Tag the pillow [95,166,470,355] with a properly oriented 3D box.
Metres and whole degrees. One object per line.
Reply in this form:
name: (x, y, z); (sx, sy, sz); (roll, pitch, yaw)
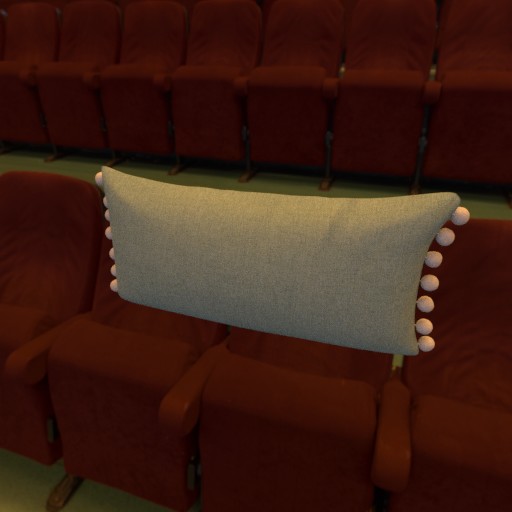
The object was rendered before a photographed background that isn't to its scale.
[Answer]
pillow: (0.000, 0.000, 0.850); (0.709, 0.322, 0.201); (9, 29, 16)
